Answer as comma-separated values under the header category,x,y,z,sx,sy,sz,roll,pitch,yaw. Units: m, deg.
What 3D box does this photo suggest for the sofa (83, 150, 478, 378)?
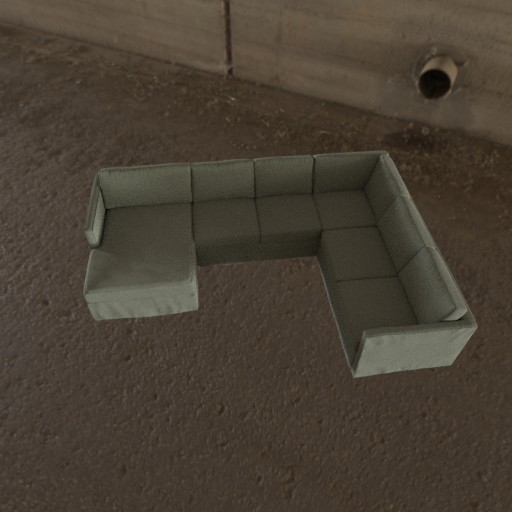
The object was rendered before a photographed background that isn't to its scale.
category,x,y,z,sx,sy,sz,roll,pitch,yaw
sofa,0.000,0.000,4.508,3.434,0.869,2.440,-5,49,-4
